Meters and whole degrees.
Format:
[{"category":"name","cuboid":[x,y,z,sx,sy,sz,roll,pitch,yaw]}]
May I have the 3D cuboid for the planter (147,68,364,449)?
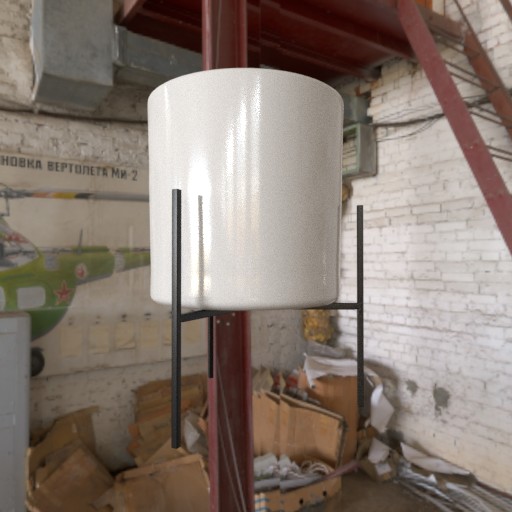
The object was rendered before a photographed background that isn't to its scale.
[{"category":"planter","cuboid":[0.000,0.000,0.643,0.308,0.431,0.307,0,-1,2]}]
